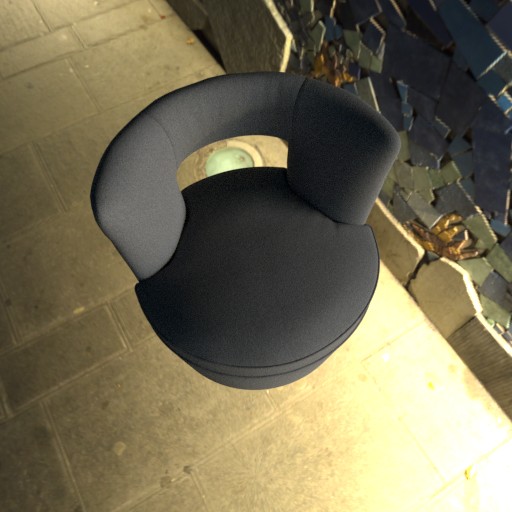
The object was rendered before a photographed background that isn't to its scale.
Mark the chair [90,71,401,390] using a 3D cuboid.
[{"bbox_3d":[0.000,0.000,1.242,0.689,0.719,0.660,-14,64,-7],"label":"chair"}]
